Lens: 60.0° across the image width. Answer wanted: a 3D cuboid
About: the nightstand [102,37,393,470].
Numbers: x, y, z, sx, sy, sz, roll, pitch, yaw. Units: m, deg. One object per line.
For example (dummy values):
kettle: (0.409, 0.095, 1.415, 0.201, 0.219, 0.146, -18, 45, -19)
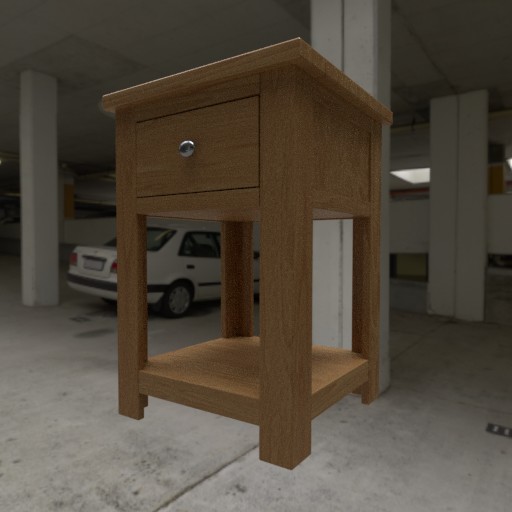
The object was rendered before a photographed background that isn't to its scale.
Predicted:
nightstand: (0.000, 0.000, 0.905, 0.428, 0.614, 0.418, 1, 2, 34)
